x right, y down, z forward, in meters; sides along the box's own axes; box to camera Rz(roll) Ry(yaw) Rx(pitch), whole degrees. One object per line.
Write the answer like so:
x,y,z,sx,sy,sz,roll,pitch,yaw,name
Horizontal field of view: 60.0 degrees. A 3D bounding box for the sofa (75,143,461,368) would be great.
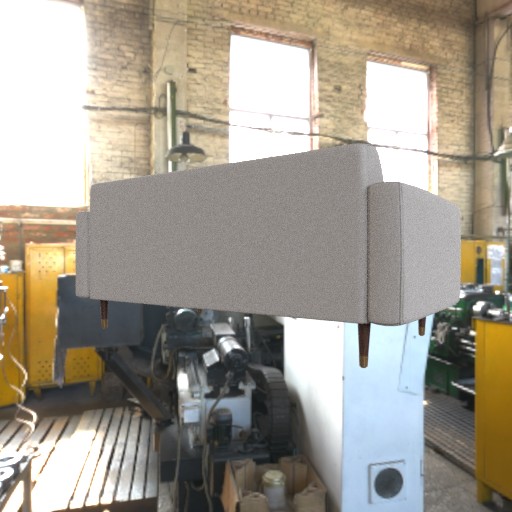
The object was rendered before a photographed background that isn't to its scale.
0.000,0.000,2.384,1.895,0.814,0.969,0,0,35,sofa
